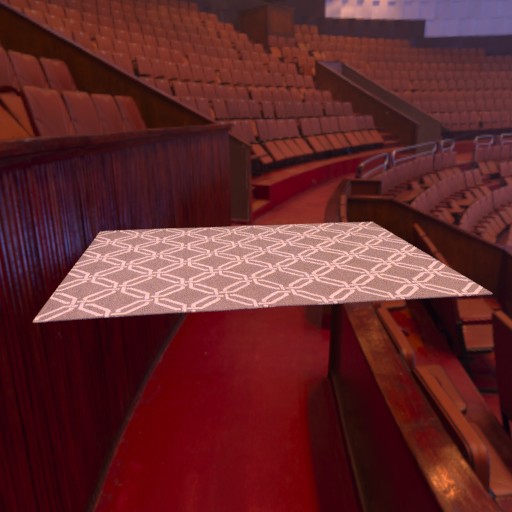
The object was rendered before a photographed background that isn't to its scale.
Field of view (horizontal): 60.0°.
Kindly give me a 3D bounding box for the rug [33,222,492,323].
[{"bbox_3d":[0.000,0.000,4.383,3.419,0.020,2.441,-3,18,-8],"label":"rug"}]
